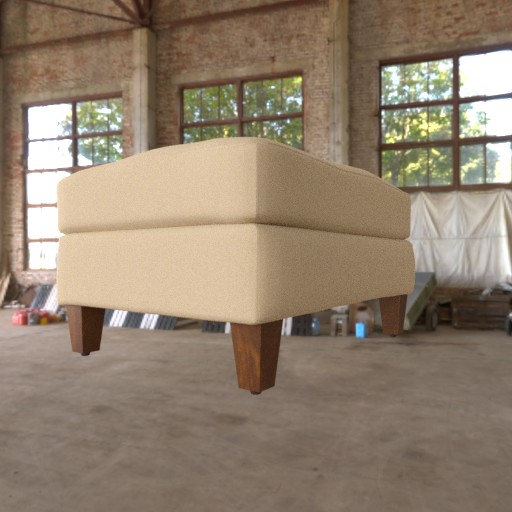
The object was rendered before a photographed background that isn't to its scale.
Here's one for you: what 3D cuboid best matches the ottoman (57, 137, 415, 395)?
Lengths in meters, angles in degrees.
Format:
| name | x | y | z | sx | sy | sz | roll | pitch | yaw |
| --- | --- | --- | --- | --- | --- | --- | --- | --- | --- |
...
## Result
| name | x | y | z | sx | sy | sz | roll | pitch | yaw |
| --- | --- | --- | --- | --- | --- | --- | --- | --- | --- |
| ottoman | 0.000 | 0.000 | 1.205 | 0.634 | 0.485 | 0.818 | 0 | 0 | 36 |
